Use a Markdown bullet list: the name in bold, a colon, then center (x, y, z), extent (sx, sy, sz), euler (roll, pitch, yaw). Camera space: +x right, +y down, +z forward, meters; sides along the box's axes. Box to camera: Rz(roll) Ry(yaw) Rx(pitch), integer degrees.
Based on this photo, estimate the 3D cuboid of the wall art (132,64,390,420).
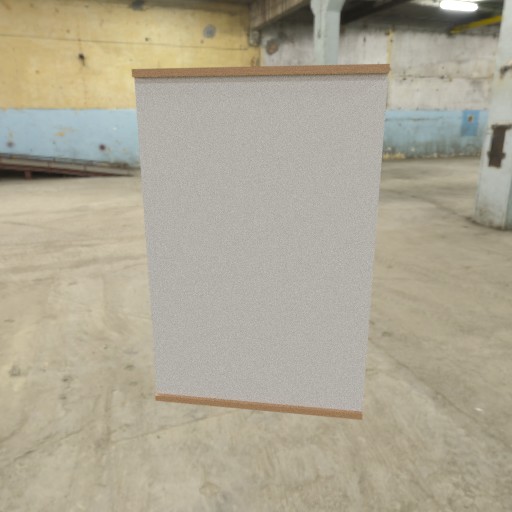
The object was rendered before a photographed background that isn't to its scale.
- **wall art**: center (0.000, 0.000, 0.774), extent (0.401, 0.611, 0.016), euler (2, 16, 8)
